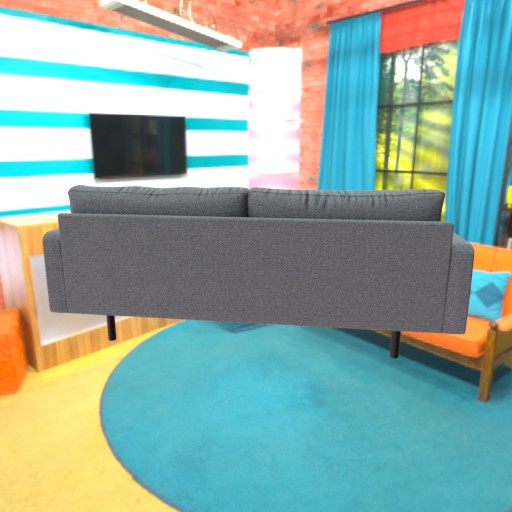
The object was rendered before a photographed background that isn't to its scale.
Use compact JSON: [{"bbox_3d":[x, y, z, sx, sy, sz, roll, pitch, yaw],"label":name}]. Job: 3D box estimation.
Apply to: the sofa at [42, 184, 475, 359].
[{"bbox_3d":[0.000,0.000,2.677,2.200,0.880,0.880,2,14,8],"label":"sofa"}]
